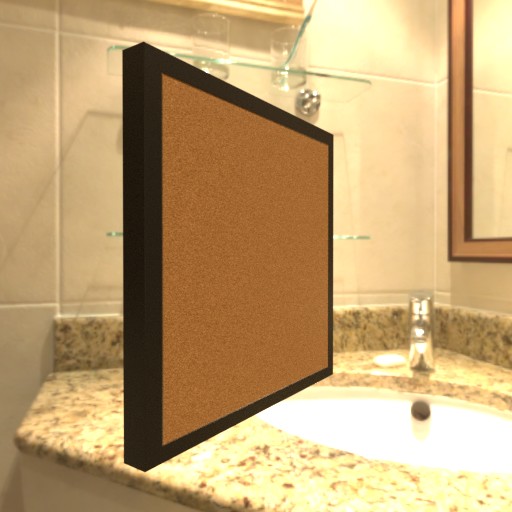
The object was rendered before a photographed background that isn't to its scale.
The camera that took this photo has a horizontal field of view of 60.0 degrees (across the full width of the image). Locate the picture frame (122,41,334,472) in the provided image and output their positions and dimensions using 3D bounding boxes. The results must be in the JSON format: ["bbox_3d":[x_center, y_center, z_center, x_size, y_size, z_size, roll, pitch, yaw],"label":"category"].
[{"bbox_3d":[0.000,0.000,0.516,0.029,0.353,0.355,0,1,35],"label":"picture frame"}]
